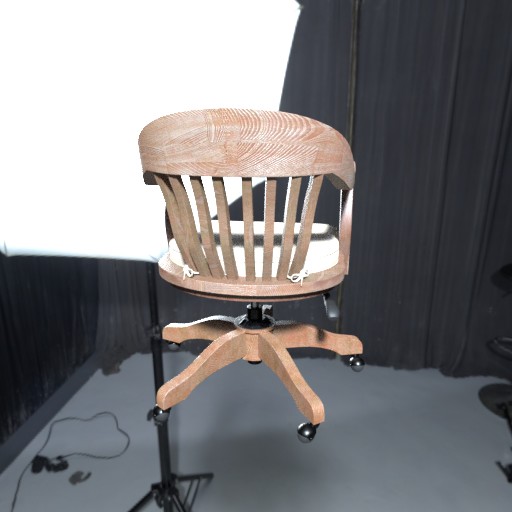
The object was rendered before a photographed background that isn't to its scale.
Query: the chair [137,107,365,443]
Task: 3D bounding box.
[{"bbox_3d":[0.000,0.000,1.423,0.750,0.878,0.788,2,17,8],"label":"chair"}]
